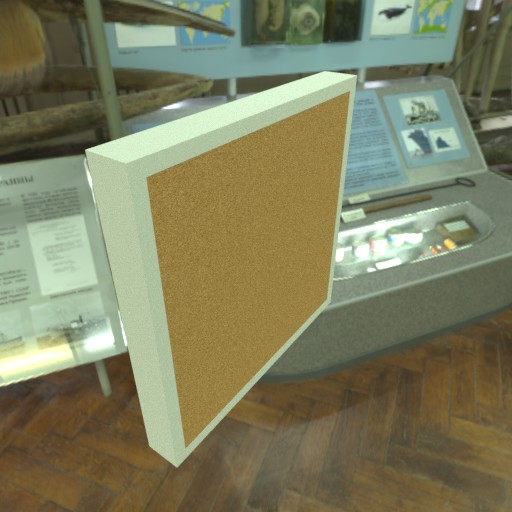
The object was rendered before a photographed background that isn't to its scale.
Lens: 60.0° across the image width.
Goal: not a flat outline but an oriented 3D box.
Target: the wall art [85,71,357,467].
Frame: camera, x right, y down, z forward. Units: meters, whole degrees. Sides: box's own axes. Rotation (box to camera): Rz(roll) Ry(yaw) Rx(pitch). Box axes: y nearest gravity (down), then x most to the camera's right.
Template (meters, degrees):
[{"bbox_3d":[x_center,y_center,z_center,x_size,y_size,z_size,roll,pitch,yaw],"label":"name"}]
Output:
[{"bbox_3d":[0.000,0.000,0.448,0.038,0.302,0.305,22,39,30],"label":"wall art"}]
